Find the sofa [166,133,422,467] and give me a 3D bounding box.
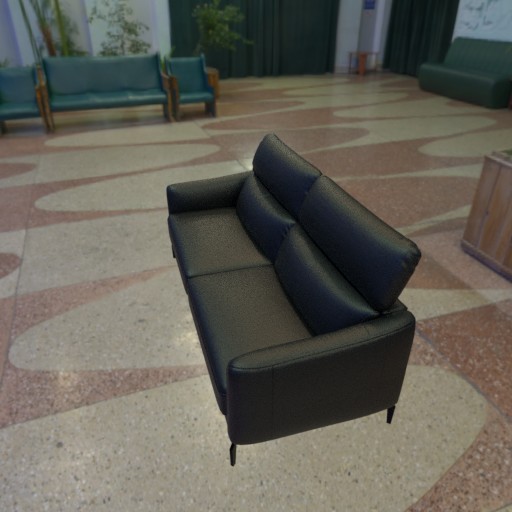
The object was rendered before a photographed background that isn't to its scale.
[{"bbox_3d":[0.000,0.000,2.622,0.856,0.957,2.069,-9,31,-14],"label":"sofa"}]
